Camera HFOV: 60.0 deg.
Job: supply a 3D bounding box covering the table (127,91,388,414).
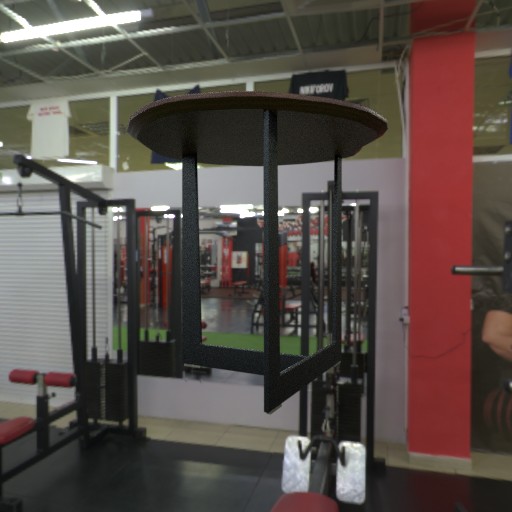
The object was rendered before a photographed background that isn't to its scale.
[{"bbox_3d":[0.000,0.000,0.867,0.494,0.476,0.477,0,0,17],"label":"table"}]
